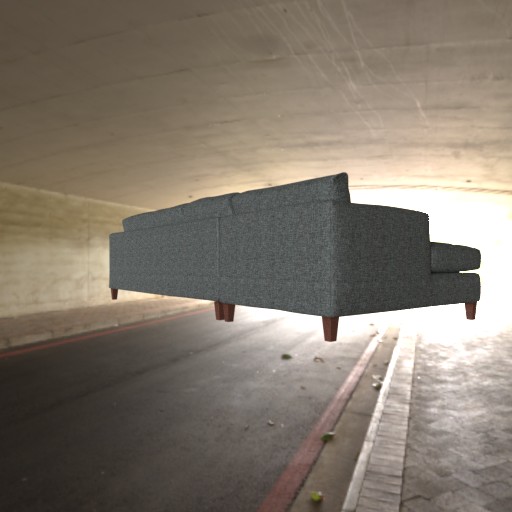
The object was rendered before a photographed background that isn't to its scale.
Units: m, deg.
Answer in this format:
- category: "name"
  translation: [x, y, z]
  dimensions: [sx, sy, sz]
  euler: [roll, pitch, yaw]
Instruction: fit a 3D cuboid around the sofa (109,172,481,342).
- category: "sofa"
  translation: [0.000, 0.000, 4.141]
  dimensions: [1.635, 0.960, 3.485]
  euler: [1, -1, -37]
